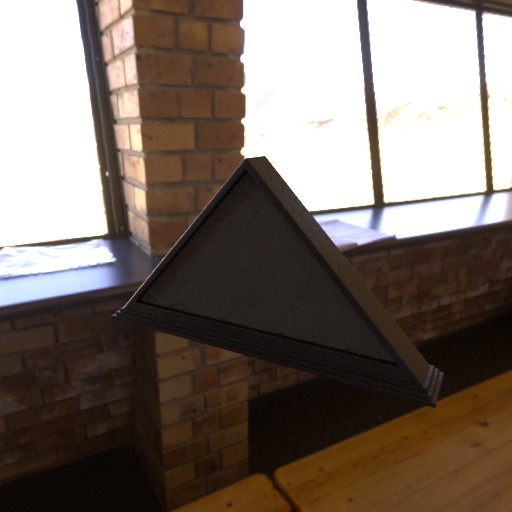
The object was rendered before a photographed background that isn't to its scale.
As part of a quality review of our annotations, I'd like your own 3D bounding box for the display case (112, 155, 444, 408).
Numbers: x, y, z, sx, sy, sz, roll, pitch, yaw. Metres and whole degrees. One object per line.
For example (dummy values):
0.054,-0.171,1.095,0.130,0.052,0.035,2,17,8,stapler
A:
0.000,0.000,0.776,0.640,0.340,0.095,9,19,28,display case
